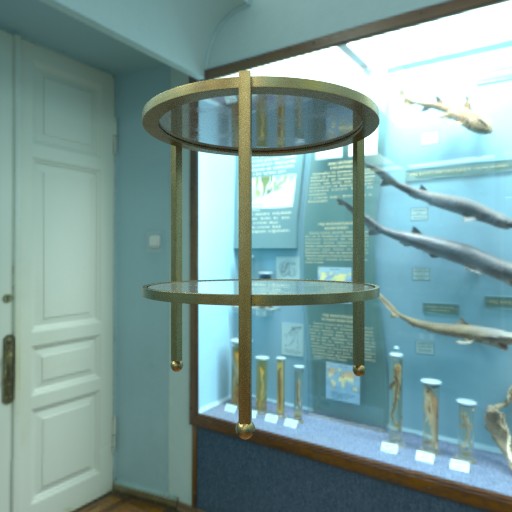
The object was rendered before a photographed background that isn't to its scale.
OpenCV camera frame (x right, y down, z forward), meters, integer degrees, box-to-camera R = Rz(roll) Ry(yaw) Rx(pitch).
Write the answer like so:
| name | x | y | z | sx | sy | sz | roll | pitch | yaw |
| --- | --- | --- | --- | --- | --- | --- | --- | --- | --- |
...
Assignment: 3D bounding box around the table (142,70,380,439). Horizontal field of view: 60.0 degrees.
| name | x | y | z | sx | sy | sz | roll | pitch | yaw |
| --- | --- | --- | --- | --- | --- | --- | --- | --- | --- |
| table | 0.000 | 0.000 | 0.450 | 0.243 | 0.269 | 0.231 | 0 | 0 | 36 |
